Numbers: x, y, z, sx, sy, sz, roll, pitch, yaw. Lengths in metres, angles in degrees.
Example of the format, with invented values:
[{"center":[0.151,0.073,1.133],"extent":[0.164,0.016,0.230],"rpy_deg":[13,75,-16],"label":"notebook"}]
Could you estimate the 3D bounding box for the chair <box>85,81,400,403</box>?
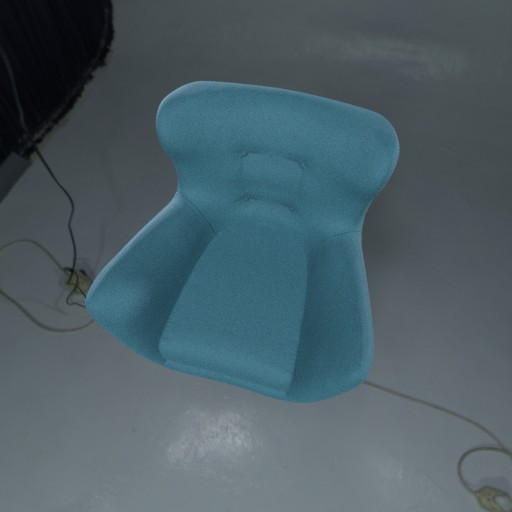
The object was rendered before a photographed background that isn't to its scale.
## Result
[{"center":[0.000,0.000,1.645],"extent":[0.890,0.889,0.889],"rpy_deg":[13,59,8],"label":"chair"}]
